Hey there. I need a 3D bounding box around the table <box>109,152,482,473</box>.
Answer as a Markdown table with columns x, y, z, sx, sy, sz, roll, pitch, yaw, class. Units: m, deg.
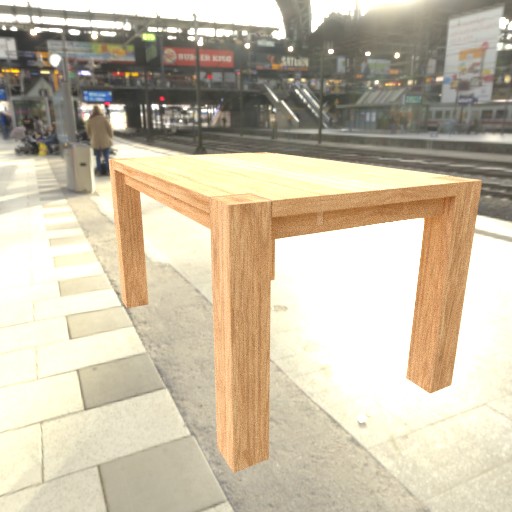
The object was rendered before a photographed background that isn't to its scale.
| x | y | z | sx | sy | sz | roll | pitch | yaw | class |
| --- | --- | --- | --- | --- | --- | --- | --- | --- | --- |
| 0.000 | 0.000 | 1.919 | 0.900 | 0.760 | 1.400 | -9 | 19 | -27 | table |
